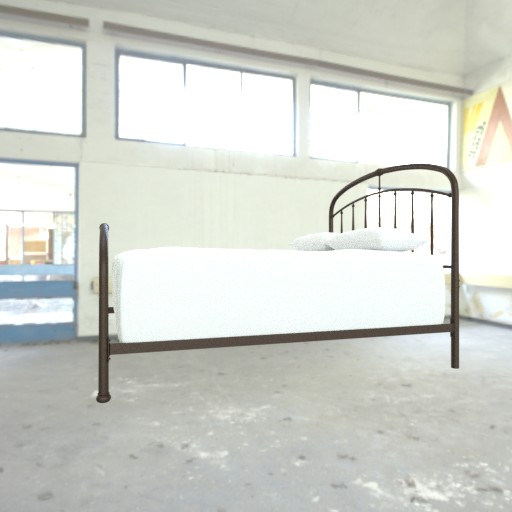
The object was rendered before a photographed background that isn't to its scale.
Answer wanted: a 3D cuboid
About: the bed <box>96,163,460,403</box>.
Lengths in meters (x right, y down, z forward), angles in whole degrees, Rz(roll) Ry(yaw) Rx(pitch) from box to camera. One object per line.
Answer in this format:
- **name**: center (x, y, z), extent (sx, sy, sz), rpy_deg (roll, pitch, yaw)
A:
- **bed**: center (0.000, 0.000, 3.262), extent (2.180, 1.425, 1.711), rpy_deg (0, 0, -19)
